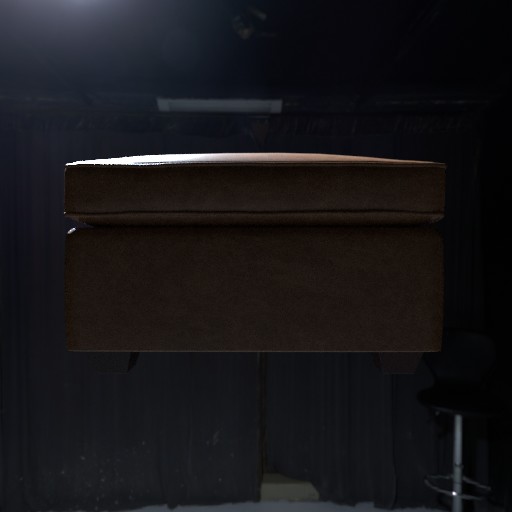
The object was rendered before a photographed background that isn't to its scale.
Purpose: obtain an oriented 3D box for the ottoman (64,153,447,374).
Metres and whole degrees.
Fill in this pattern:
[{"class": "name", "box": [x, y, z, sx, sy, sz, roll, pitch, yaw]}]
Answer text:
[{"class": "ottoman", "box": [0.000, 0.000, 1.114, 0.756, 0.468, 0.554, 0, 1, 0]}]
